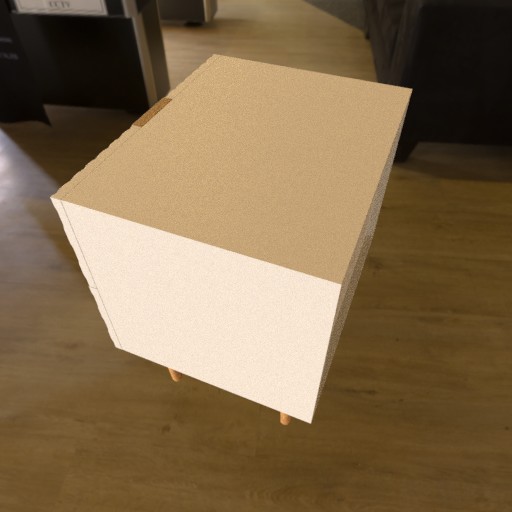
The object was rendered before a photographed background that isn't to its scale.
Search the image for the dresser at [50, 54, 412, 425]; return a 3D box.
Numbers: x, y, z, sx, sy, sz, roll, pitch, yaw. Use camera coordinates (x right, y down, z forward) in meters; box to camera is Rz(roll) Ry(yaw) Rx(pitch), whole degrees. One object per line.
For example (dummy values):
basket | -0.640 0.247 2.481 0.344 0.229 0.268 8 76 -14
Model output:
dresser | 0.000 0.000 0.914 0.414 0.568 0.503 17 49 15
